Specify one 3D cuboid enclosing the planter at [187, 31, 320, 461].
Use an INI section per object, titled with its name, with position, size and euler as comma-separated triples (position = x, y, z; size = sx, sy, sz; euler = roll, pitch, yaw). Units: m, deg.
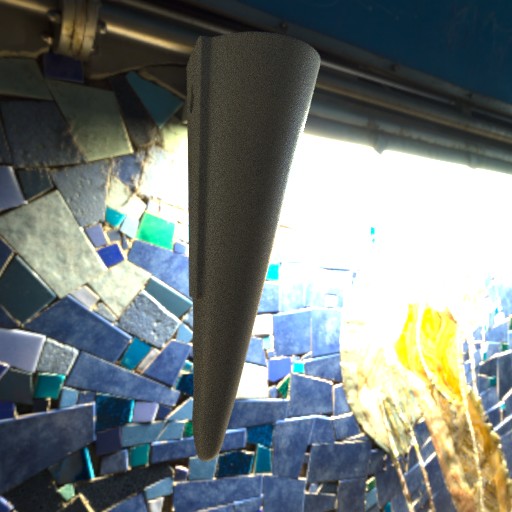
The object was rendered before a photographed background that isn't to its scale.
[planter]
position = 0.000, 0.000, 0.217
size = 0.064, 0.191, 0.057
euler = 0, -1, -19
